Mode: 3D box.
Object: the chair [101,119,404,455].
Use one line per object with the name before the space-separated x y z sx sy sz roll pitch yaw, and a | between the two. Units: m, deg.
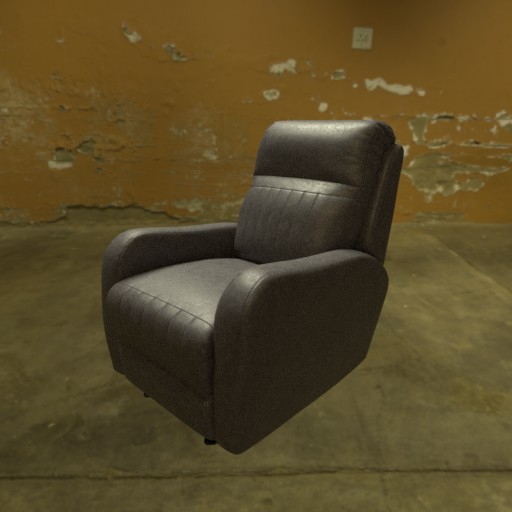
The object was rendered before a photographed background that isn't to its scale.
chair | 0.000 0.000 1.813 0.865 1.067 1.067 16 23 42
